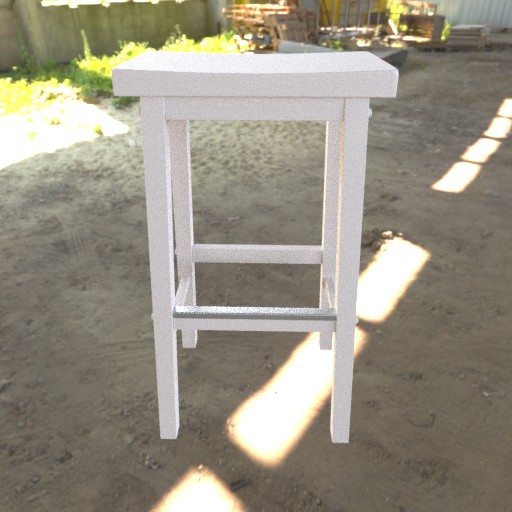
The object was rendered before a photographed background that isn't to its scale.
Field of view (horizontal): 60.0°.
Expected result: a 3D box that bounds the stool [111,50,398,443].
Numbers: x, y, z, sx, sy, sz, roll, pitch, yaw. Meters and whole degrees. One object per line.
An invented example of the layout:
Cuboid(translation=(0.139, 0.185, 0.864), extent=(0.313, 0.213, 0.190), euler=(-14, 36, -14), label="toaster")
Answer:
Cuboid(translation=(0.000, 0.000, 0.906), extent=(0.406, 0.742, 0.322), euler=(1, 31, 1), label="stool")
